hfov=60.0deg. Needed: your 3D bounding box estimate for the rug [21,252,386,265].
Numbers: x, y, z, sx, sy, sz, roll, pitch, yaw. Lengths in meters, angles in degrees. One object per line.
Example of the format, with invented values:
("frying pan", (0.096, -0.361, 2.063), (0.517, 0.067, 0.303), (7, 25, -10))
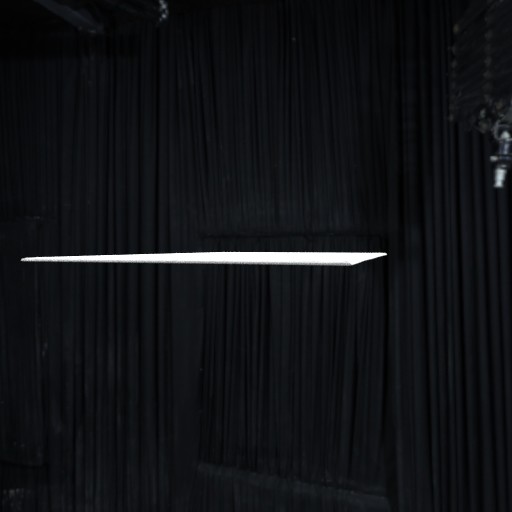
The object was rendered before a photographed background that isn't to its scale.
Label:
("rug", (0.000, 0.000, 3.463), (1.819, 0.018, 2.746), (0, 1, 19))
